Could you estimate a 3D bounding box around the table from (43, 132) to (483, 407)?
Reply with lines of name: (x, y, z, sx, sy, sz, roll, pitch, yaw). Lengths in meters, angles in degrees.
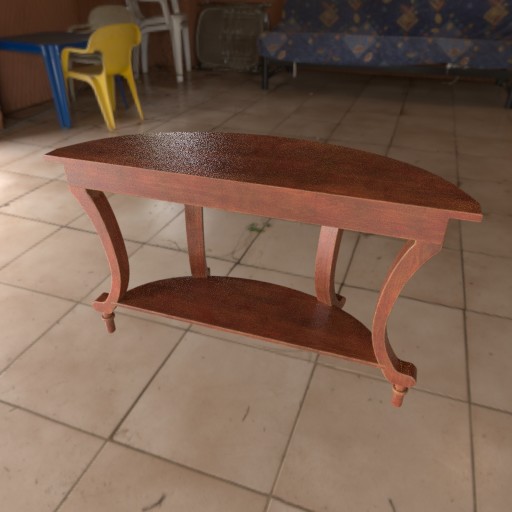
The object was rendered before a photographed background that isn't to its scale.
table: (0.000, 0.000, 1.489, 1.198, 0.699, 0.394, 10, 34, 16)
